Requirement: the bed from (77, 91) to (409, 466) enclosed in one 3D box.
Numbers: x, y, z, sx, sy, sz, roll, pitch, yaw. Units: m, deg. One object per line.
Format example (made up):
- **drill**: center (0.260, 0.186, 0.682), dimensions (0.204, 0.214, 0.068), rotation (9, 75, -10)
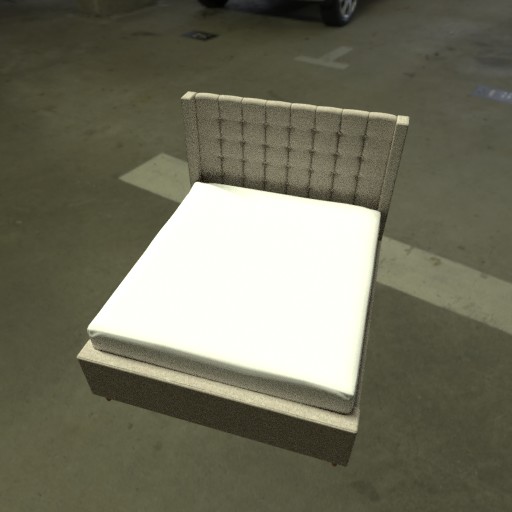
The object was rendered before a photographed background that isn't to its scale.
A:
- **bed**: center (0.000, 0.000, 3.715), dimensions (2.044, 1.748, 2.372), rotation (11, 42, 12)
